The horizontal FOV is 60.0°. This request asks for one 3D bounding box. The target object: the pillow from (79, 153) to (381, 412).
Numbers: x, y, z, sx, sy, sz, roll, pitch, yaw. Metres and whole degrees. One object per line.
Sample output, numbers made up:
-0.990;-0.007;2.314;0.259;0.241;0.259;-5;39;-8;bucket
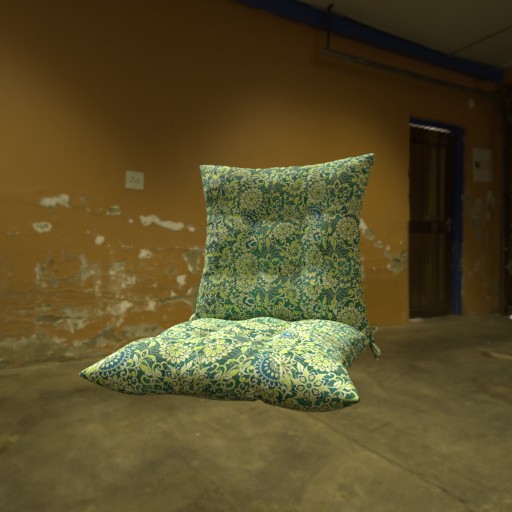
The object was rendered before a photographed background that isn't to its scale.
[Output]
0.000;0.000;1.008;0.541;0.536;0.585;0;0;17;pillow
